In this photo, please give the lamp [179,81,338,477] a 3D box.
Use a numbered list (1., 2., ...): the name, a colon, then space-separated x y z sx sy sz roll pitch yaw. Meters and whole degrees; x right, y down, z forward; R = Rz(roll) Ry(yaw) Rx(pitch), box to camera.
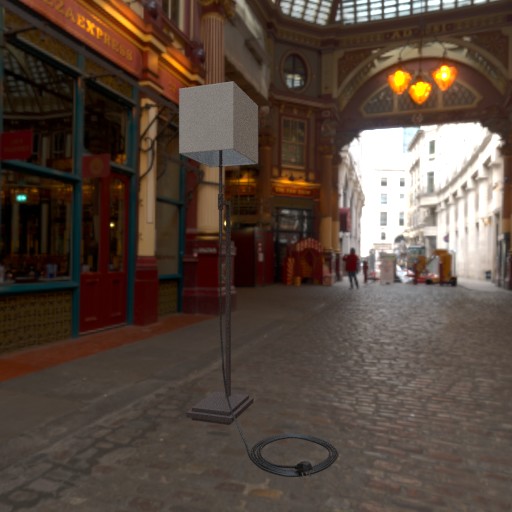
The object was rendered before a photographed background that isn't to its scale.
1. lamp: 0.000 0.000 2.003 0.774 1.600 0.698 0 0 19
